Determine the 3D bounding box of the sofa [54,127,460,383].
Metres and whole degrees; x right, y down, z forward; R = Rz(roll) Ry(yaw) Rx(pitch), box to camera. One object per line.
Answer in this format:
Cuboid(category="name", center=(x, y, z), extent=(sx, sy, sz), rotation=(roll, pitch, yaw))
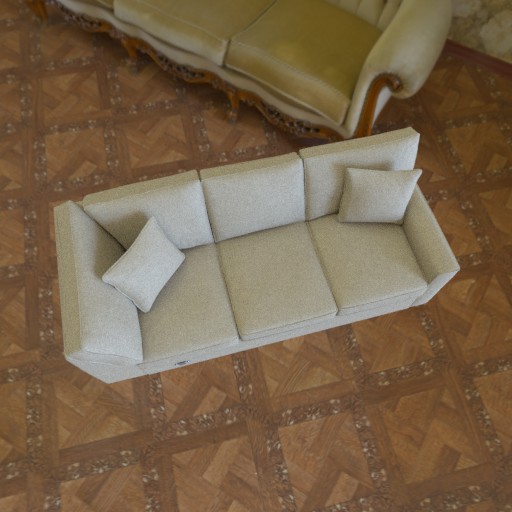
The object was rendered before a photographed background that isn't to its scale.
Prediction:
Cuboid(category="sofa", center=(0.000, 0.000, 2.896), extent=(2.323, 0.948, 1.053), rotation=(-13, 65, -6))
